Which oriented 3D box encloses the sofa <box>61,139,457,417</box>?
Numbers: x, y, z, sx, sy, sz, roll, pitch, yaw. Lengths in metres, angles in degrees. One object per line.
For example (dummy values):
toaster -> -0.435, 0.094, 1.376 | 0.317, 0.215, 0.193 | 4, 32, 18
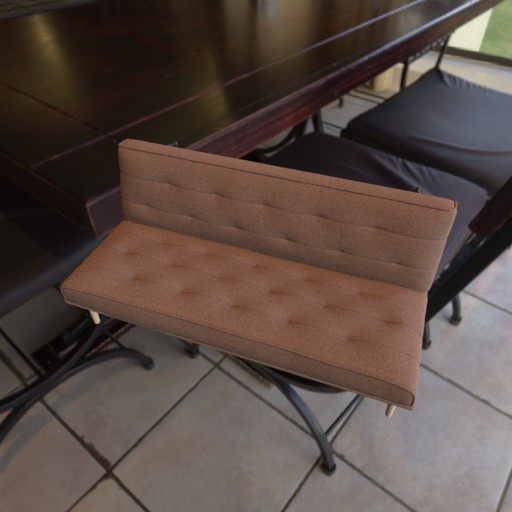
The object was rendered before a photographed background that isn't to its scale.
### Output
sofa -> 0.000, 0.000, 2.367 | 1.820, 0.810, 1.038 | 14, 44, 15
